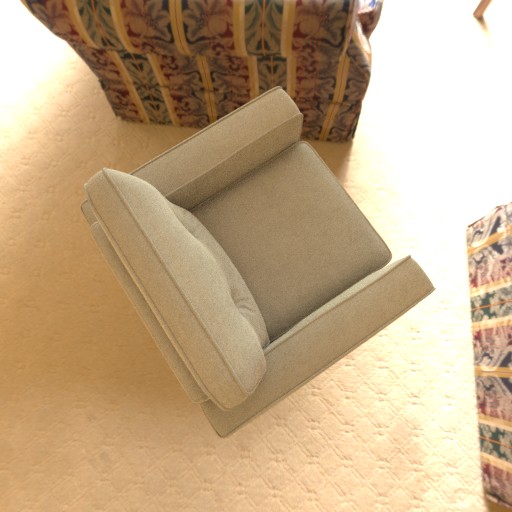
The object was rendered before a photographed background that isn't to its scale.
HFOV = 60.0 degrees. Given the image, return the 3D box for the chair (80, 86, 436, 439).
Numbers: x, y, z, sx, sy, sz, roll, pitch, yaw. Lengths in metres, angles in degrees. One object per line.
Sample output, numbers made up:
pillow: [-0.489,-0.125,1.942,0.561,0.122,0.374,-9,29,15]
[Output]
chair: [0.000,0.000,1.772,0.939,0.965,1.015,-33,79,-7]
